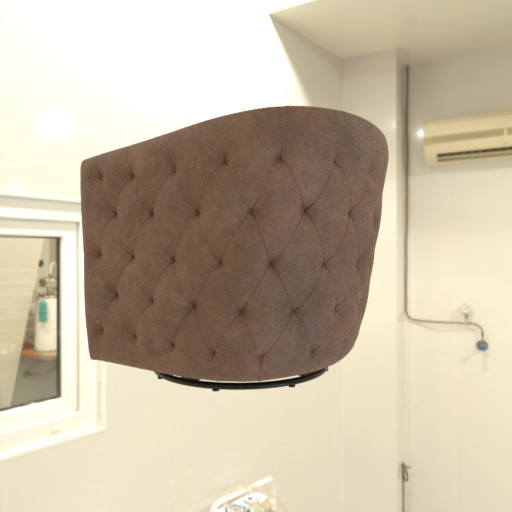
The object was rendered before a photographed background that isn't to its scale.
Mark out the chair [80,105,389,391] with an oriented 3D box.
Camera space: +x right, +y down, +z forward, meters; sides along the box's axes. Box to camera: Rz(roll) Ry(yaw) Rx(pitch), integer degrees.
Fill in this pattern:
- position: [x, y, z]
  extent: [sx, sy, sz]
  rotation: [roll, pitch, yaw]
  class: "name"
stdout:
- position: [0.000, 0.000, 1.556]
  extent: [0.870, 0.790, 0.850]
  rotation: [0, 0, 35]
  class: "chair"
